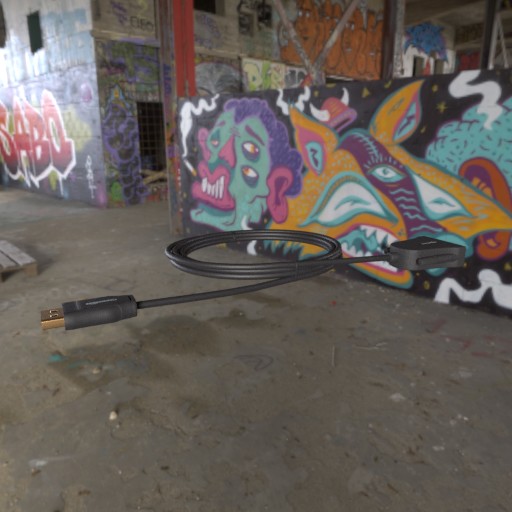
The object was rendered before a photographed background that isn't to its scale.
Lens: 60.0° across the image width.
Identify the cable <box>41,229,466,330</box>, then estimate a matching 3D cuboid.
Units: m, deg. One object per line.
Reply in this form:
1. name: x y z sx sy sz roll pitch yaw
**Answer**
1. cable: 0.000 0.000 0.319 0.281 0.015 0.136 -7 17 -25
